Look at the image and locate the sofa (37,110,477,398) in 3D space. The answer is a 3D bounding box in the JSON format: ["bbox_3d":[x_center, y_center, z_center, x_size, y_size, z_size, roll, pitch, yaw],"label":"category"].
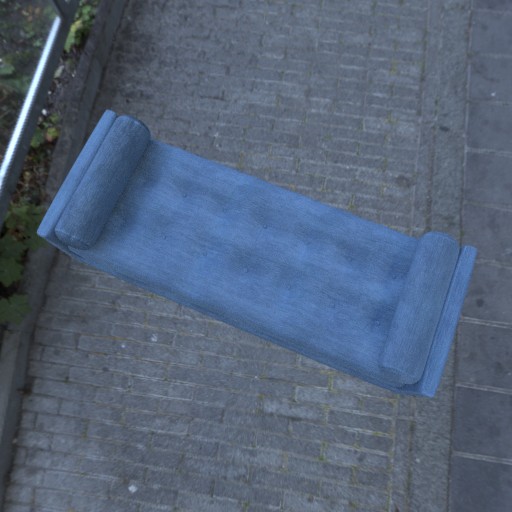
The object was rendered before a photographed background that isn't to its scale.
[{"bbox_3d":[0.000,0.000,2.492,2.102,0.705,0.796,22,76,6],"label":"sofa"}]
